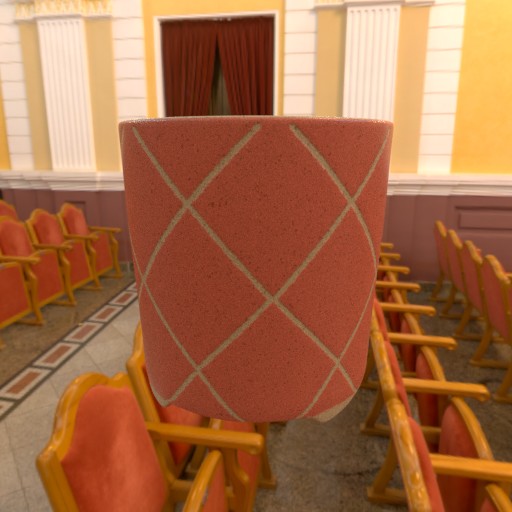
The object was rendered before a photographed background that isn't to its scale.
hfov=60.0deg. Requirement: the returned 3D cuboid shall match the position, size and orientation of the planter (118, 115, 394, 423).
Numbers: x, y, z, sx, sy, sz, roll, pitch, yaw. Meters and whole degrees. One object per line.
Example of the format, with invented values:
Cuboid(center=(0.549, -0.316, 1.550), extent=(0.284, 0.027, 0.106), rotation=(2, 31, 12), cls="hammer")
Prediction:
Cuboid(center=(0.000, 0.000, 0.410), extent=(0.227, 0.235, 0.227), rotation=(0, 14, 0), cls="planter")
